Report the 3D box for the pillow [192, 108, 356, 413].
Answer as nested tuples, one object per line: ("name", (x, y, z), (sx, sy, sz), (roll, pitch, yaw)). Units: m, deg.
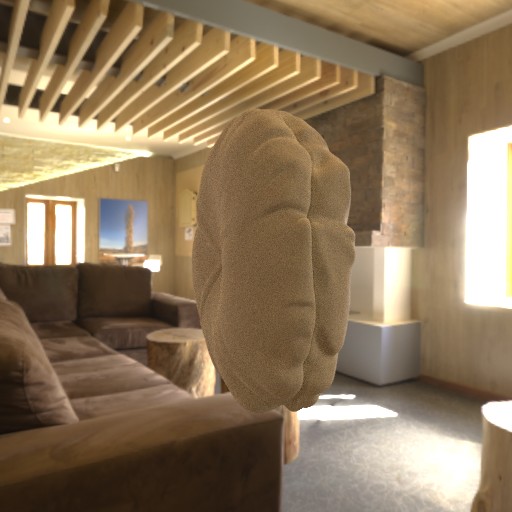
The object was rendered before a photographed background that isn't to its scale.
("pillow", (0.000, 0.000, 0.646), (0.148, 0.407, 0.428), (0, 1, -18))
